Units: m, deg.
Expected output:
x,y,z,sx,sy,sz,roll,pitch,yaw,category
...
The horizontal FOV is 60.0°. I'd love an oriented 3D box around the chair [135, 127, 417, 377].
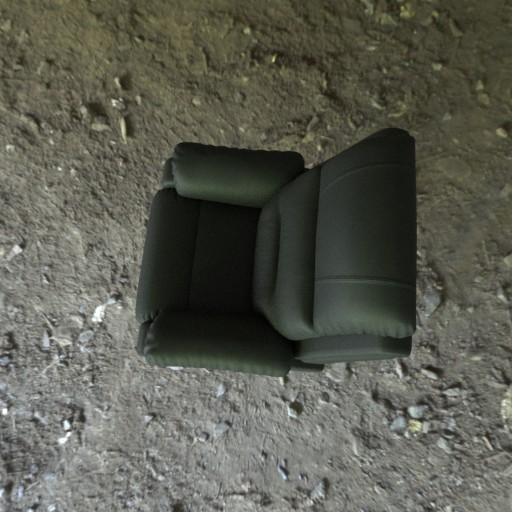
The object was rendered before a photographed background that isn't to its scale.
x,y,z,sx,sy,sz,roll,pitch,yaw,category
0.000,0.000,1.652,0.919,0.992,0.855,5,75,1,chair
